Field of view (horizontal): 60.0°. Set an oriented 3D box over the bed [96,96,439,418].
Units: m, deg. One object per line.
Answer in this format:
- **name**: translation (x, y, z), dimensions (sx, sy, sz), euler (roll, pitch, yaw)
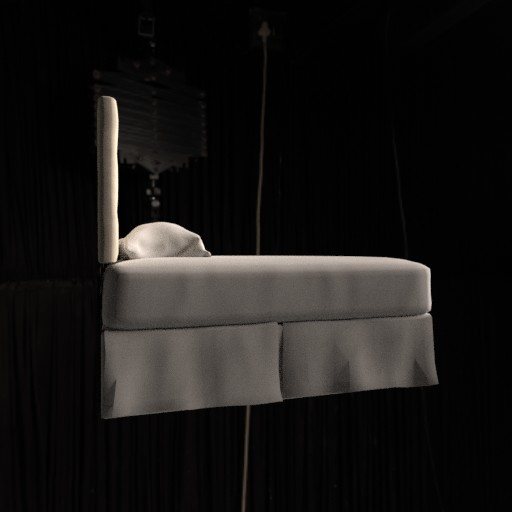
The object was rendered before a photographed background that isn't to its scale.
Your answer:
- **bed**: translation (0.000, 0.000, 2.982), dimensions (1.997, 1.571, 1.261), euler (0, 0, -18)
